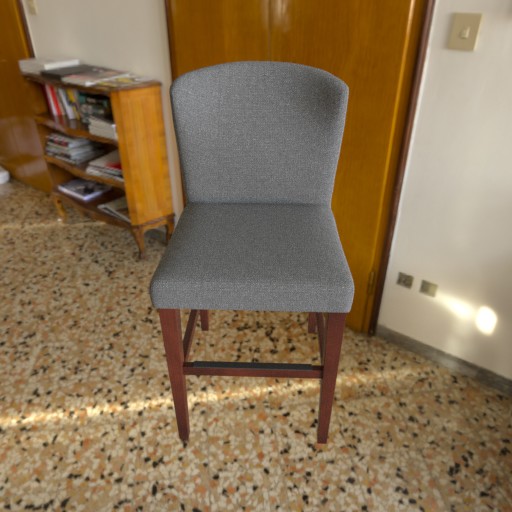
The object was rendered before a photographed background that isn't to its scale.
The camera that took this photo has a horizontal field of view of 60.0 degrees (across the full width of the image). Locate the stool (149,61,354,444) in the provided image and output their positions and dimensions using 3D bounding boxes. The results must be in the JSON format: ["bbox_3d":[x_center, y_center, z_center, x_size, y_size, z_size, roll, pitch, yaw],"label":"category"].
[{"bbox_3d":[0.000,0.000,1.275,0.479,0.968,0.568,1,31,2],"label":"stool"}]
